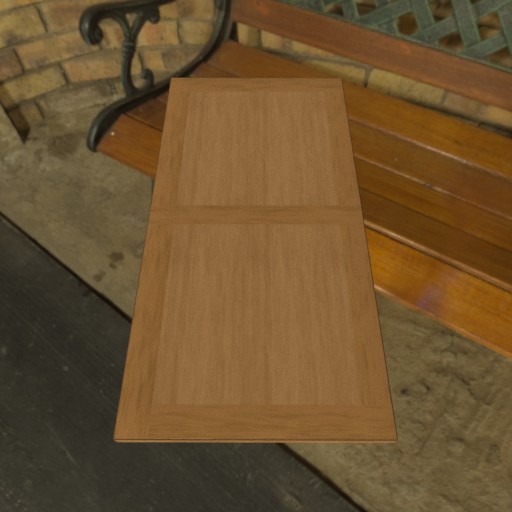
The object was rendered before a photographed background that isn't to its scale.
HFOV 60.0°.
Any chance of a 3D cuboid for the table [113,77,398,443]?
[{"bbox_3d":[0.000,0.000,2.392,1.000,0.762,1.982,0,58,0],"label":"table"}]
